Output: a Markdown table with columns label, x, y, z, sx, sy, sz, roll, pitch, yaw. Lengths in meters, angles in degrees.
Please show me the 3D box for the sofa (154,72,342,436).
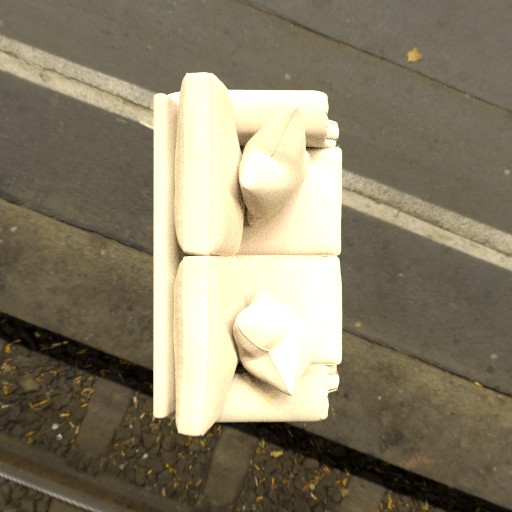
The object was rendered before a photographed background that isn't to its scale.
| label | x | y | z | sx | sy | sz | roll | pitch | yaw |
| --- | --- | --- | --- | --- | --- | --- | --- | --- | --- |
| sofa | 0.000 | 0.000 | 2.371 | 0.966 | 0.966 | 1.701 | 0 | 90 | 0 |
